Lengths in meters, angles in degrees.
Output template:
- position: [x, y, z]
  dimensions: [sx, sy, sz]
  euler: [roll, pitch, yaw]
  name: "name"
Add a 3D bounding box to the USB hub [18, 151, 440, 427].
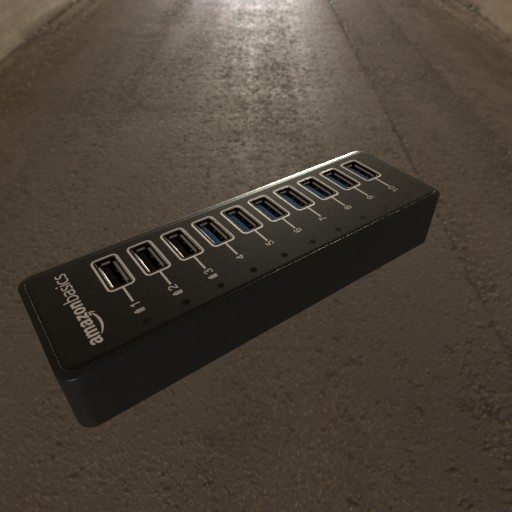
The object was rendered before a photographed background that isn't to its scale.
- position: [0.000, 0.000, 0.157]
  dimensions: [0.145, 0.023, 0.044]
  euler: [-25, 46, -26]
  name: "USB hub"
